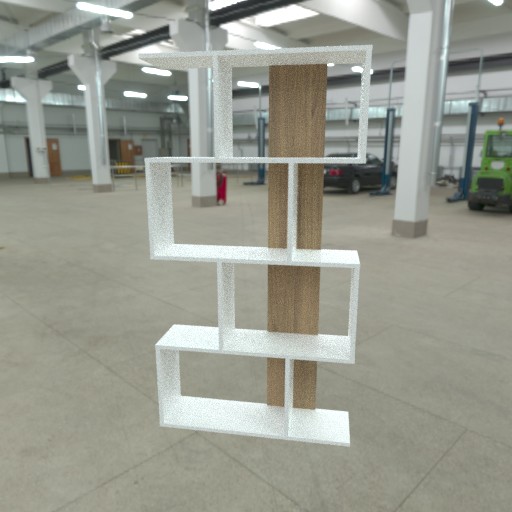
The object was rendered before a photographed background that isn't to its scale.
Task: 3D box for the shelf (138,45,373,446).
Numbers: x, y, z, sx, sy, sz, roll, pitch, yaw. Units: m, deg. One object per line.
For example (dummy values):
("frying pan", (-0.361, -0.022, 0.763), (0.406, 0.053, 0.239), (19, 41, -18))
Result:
("shelf", (0.000, 0.000, 1.972), (0.890, 1.650, 0.250), (2, 14, 9))
